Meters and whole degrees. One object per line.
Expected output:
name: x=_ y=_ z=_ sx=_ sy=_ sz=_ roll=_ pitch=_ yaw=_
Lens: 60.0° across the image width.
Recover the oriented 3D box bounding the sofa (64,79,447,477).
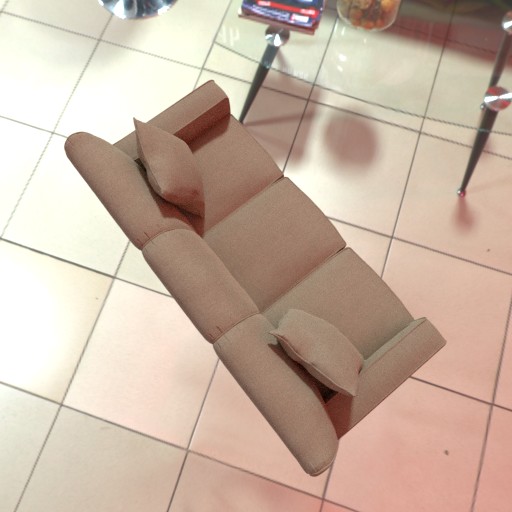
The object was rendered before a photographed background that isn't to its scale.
sofa: x=0.000 y=0.000 z=2.548 sx=0.997 sy=0.958 sz=2.024 roll=-38 pitch=78 yaw=-9
